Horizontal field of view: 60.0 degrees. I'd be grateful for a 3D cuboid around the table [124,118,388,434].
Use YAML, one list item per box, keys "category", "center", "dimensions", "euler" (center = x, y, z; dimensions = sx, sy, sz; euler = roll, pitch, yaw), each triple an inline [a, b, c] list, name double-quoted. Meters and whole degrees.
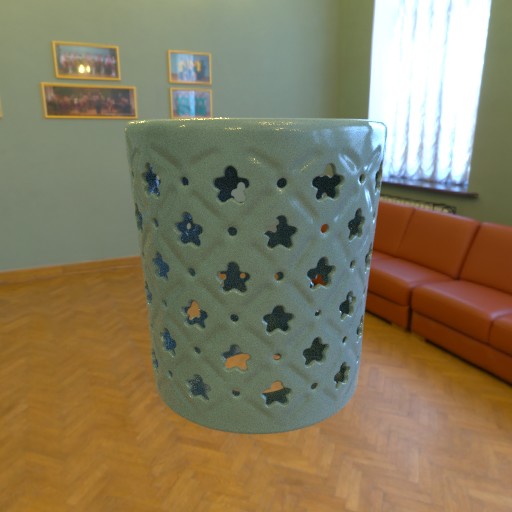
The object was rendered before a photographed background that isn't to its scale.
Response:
- category: "table"
  center: [0.000, 0.000, 0.659]
  dimensions: [0.352, 0.387, 0.352]
  euler: [0, 15, 0]
